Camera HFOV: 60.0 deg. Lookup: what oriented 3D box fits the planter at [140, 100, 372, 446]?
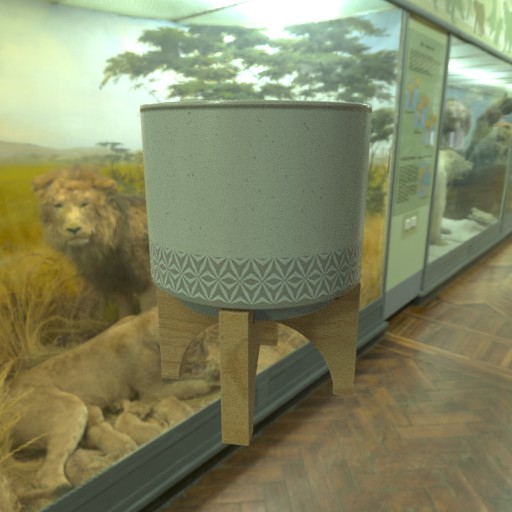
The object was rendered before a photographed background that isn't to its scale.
[{"bbox_3d":[0.000,0.000,0.279,0.130,0.178,0.130,0,16,0],"label":"planter"}]
